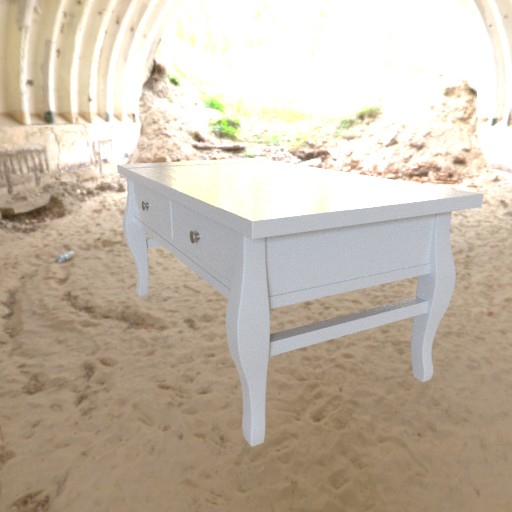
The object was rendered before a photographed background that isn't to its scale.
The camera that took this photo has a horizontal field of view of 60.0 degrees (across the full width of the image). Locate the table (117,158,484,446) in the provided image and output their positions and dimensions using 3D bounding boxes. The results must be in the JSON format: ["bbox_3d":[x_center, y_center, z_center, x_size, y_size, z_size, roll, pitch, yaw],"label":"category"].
[{"bbox_3d":[0.000,0.000,1.376,0.600,0.495,1.062,-9,19,-27],"label":"table"}]
